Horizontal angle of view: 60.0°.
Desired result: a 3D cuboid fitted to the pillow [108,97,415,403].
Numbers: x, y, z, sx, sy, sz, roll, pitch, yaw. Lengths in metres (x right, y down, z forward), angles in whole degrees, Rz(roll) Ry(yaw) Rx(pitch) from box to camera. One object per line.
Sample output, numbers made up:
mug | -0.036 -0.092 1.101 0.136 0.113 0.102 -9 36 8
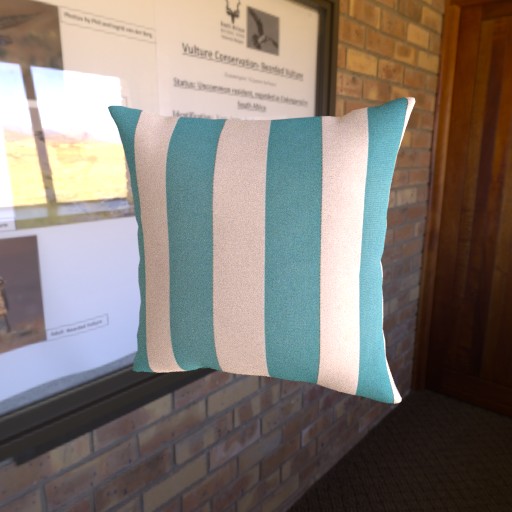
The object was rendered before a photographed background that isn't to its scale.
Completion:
pillow | 0.000 0.000 0.789 0.536 0.526 0.189 2 13 10
